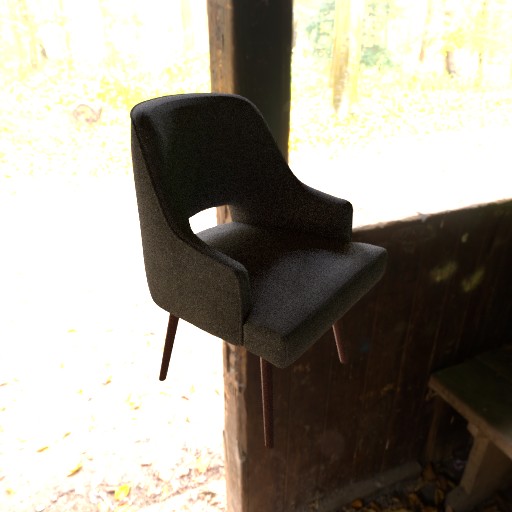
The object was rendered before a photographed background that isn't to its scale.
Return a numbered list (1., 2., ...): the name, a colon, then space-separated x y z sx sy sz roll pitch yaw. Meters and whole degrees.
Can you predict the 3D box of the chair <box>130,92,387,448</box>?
1. chair: 0.000 0.000 1.328 0.629 0.875 0.608 19 32 33
